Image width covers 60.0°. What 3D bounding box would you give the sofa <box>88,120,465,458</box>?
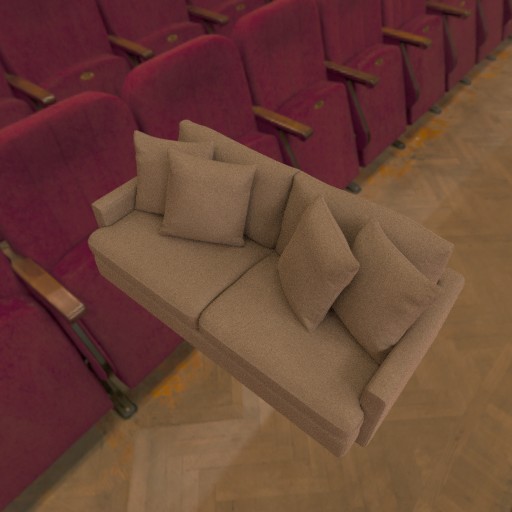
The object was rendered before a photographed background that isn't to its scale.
[{"bbox_3d":[0.000,0.000,2.993,2.380,1.084,1.228,31,54,26],"label":"sofa"}]
